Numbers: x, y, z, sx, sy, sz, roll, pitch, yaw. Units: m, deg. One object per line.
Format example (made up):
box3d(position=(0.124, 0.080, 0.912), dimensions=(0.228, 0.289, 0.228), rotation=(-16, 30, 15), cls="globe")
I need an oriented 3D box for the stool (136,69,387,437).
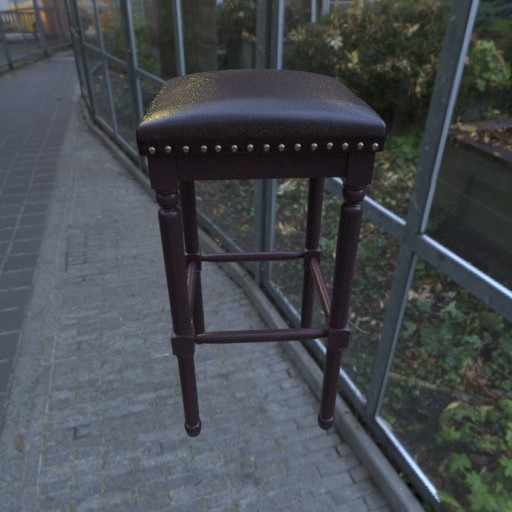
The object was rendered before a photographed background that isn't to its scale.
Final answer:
box3d(position=(0.000, 0.000, 0.993), dimensions=(0.383, 0.768, 0.382), rotation=(-2, 31, -3), cls="stool")
